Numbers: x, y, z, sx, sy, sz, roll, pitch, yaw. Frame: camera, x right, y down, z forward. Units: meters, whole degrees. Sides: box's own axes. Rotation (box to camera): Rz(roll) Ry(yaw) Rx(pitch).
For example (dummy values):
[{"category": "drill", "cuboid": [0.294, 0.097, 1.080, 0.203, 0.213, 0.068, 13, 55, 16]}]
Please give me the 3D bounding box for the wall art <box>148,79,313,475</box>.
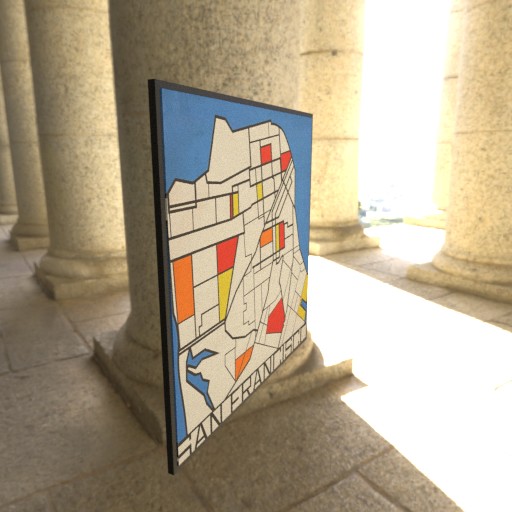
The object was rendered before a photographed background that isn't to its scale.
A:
[{"category": "wall art", "cuboid": [0.000, 0.000, 1.004, 0.015, 0.663, 0.664, 7, 15, 26]}]
